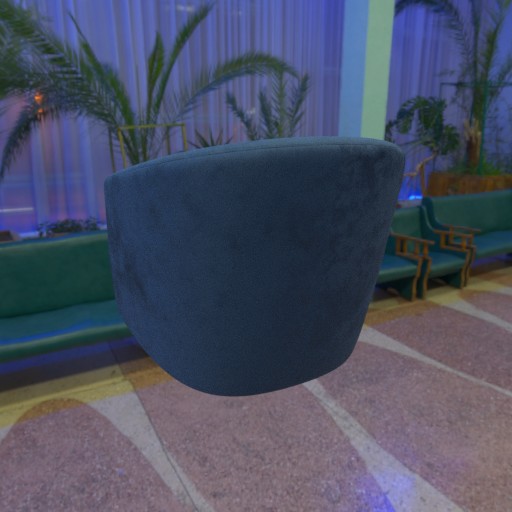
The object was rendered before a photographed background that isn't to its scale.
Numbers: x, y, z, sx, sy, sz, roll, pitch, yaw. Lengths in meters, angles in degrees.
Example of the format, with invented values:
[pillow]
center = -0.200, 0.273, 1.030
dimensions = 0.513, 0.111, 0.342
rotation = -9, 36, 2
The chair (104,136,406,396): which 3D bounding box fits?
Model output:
[chair]
center = 0.000, 0.000, 1.332
dimensions = 0.773, 0.698, 0.767
rotation = -8, 17, -26
